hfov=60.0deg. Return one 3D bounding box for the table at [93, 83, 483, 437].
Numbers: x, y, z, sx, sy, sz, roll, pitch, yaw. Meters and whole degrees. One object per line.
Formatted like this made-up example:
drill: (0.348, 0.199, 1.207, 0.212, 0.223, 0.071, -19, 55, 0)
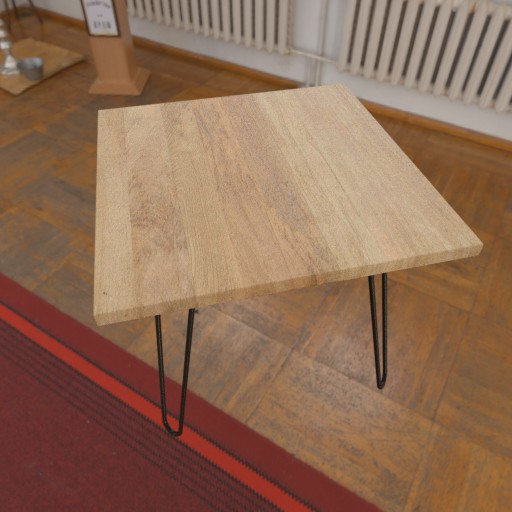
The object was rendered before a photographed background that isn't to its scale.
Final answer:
table: (0.000, 0.000, 1.033, 0.599, 0.500, 0.599, -10, 46, -9)
